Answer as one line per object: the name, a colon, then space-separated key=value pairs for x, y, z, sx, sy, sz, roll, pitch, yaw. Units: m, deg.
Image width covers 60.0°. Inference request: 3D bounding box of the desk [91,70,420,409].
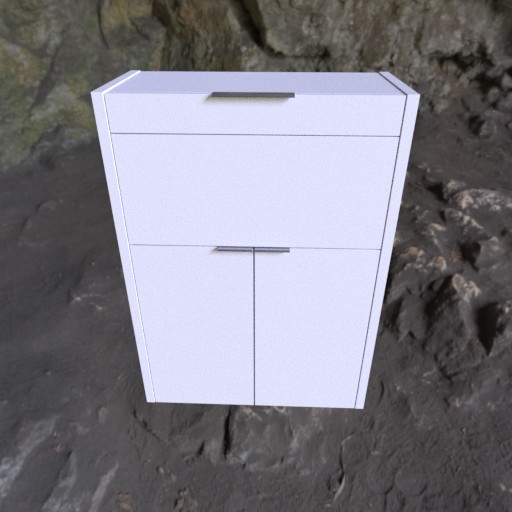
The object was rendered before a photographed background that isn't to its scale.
desk: x=0.000 y=0.000 z=1.601 sx=0.850 sy=1.190 sz=0.390 roll=1 pitch=31 yaw=2
